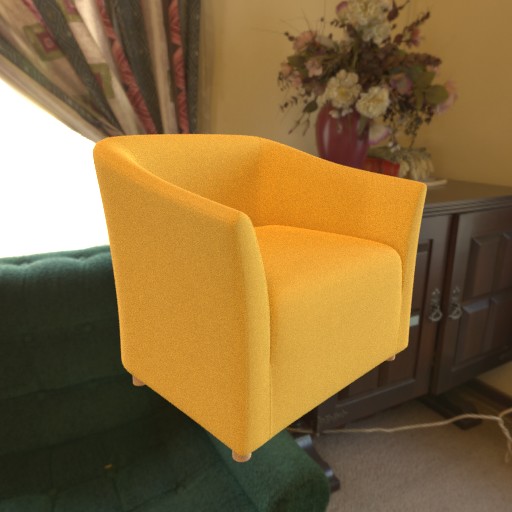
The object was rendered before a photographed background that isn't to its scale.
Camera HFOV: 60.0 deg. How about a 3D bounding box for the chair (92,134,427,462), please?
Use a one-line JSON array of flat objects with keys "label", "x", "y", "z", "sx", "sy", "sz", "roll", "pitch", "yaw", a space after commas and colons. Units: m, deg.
[{"label": "chair", "x": 0.000, "y": 0.000, "z": 1.358, "sx": 0.790, "sy": 0.720, "sz": 0.700, "roll": -15, "pitch": 21, "yaw": -43}]
